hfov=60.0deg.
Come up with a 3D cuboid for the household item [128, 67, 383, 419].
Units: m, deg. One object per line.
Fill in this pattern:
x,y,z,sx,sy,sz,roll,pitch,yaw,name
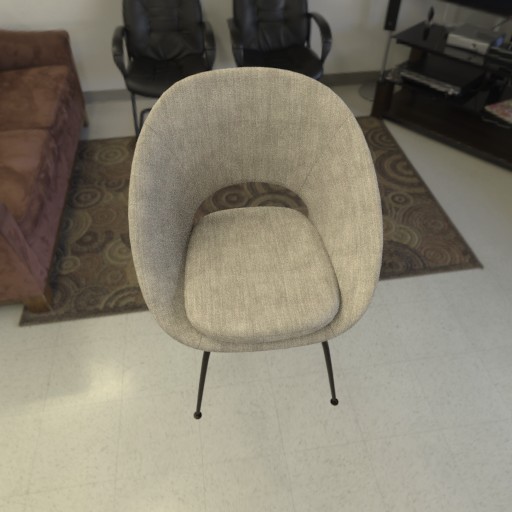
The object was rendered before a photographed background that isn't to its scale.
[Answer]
0.000,0.000,1.287,0.643,0.869,0.587,-4,46,-4,household item
